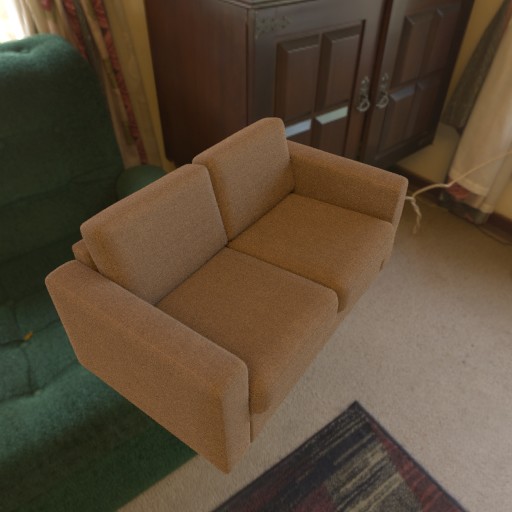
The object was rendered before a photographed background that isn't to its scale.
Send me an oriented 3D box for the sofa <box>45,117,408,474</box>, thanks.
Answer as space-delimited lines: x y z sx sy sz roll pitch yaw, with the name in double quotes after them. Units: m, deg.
0.000 0.000 2.033 0.900 0.800 1.520 25 46 26 "sofa"
